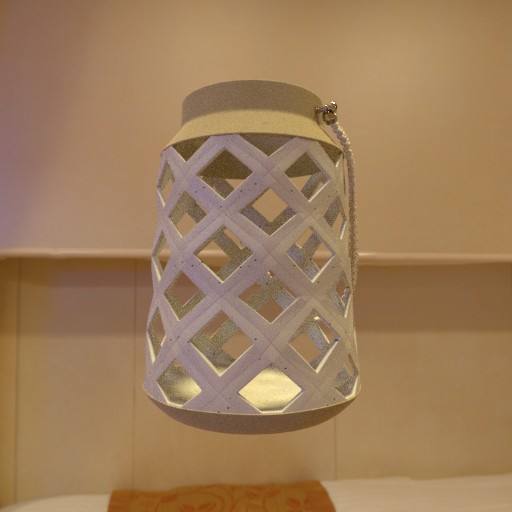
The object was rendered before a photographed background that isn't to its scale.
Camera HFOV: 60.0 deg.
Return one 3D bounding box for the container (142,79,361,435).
[{"bbox_3d":[0.000,0.000,0.397,0.188,0.264,0.198,-1,-2,36],"label":"container"}]
